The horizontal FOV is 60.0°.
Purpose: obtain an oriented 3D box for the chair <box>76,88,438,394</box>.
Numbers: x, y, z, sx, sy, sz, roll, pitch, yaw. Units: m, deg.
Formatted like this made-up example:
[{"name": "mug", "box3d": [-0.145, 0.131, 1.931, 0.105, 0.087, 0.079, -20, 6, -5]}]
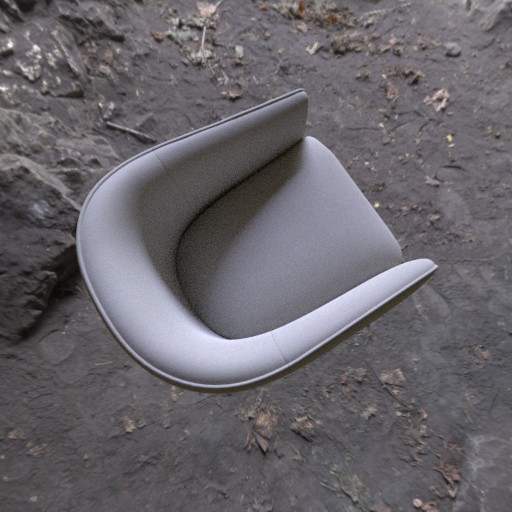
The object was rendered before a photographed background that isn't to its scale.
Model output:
[{"name": "chair", "box3d": [0.000, 0.000, 1.450, 0.875, 0.799, 0.747, -31, 77, -8]}]
